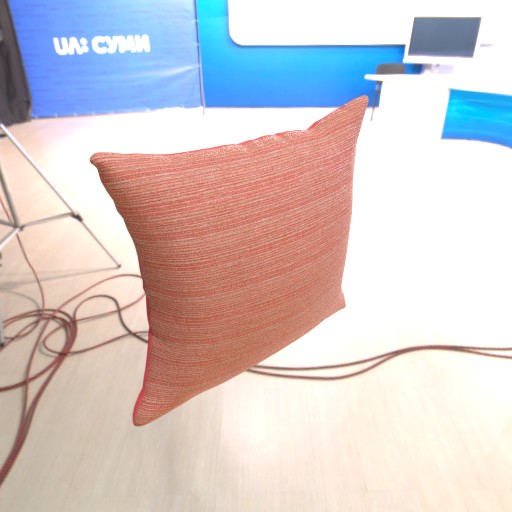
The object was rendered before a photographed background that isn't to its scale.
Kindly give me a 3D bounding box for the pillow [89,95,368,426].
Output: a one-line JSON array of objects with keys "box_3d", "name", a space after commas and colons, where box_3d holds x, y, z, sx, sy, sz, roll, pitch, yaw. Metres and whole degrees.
[{"box_3d": [0.000, 0.000, 0.814, 0.559, 0.501, 0.229, -23, 38, -33], "name": "pillow"}]
